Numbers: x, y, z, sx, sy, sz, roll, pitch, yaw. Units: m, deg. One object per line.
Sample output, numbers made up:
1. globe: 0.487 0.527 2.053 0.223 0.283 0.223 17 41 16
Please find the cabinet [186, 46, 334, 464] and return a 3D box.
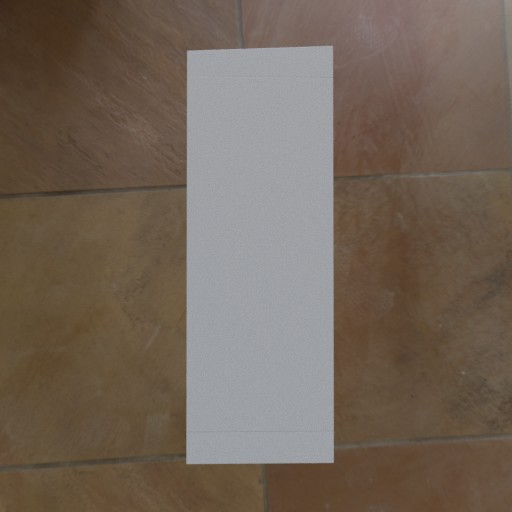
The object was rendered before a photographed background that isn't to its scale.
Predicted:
1. cabinet: 0.000 0.000 1.623 0.348 1.150 0.990 0 89 -1
